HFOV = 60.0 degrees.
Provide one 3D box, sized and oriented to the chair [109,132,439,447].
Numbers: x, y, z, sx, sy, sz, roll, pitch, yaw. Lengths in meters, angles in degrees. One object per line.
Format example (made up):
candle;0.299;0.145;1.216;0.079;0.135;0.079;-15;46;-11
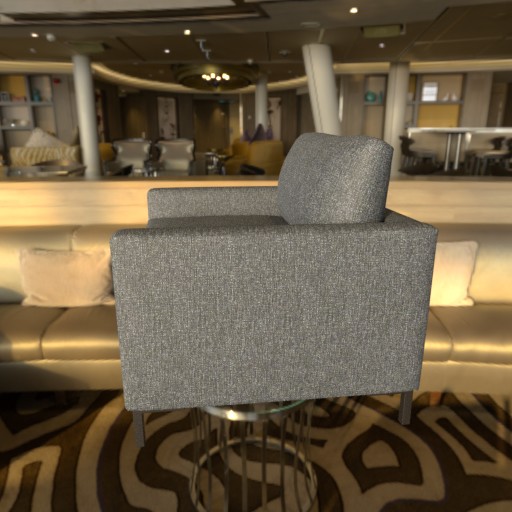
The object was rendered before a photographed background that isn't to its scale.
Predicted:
chair;0.000;0.000;1.606;0.866;0.861;0.963;-2;16;-7
